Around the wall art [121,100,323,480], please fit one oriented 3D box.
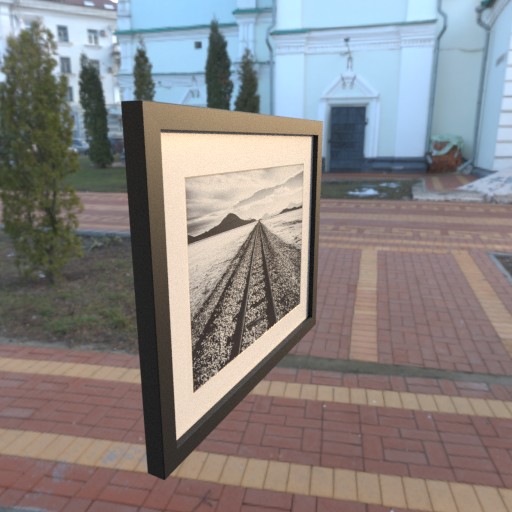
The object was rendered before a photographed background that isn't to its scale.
[{"bbox_3d":[0.000,0.000,0.751,0.029,0.458,0.559,7,16,26],"label":"wall art"}]
